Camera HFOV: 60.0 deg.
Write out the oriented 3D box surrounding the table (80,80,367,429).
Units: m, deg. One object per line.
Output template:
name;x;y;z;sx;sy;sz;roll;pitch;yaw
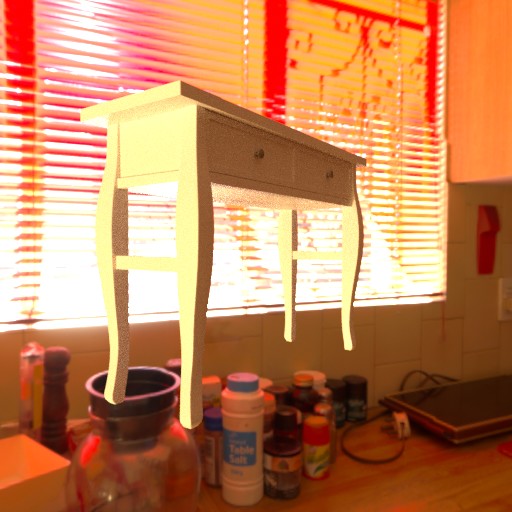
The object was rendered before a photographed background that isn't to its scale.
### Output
table;0.000;0.000;1.478;0.373;0.768;1.062;1;2;35
